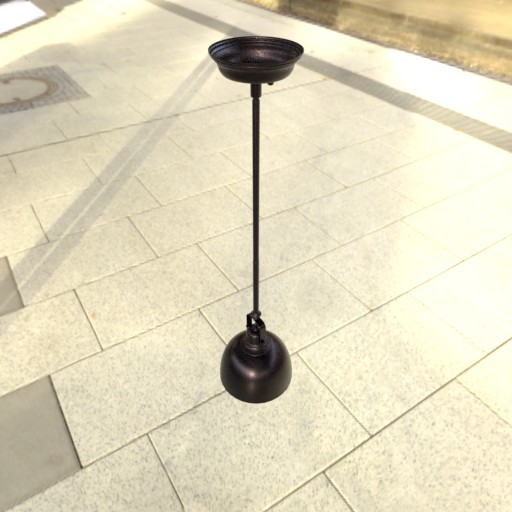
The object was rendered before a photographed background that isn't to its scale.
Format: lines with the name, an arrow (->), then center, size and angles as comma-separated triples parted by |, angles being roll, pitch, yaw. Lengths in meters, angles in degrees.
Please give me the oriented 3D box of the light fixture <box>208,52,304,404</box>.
light fixture -> 0.000, 0.000, 0.875 | 0.182, 0.768, 0.182 | -24, 46, -26
